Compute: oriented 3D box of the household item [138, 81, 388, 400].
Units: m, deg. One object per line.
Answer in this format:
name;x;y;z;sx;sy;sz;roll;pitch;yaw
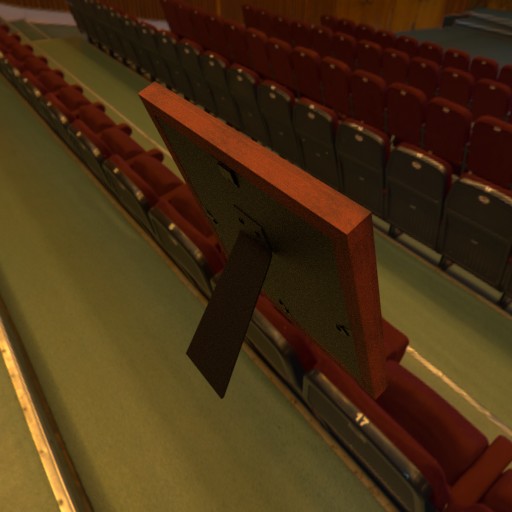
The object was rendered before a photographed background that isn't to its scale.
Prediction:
household item;0.000;0.000;0.385;0.131;0.240;0.240;-26;47;-27
